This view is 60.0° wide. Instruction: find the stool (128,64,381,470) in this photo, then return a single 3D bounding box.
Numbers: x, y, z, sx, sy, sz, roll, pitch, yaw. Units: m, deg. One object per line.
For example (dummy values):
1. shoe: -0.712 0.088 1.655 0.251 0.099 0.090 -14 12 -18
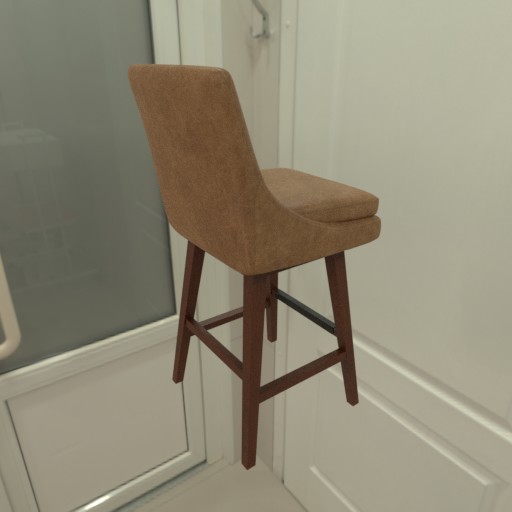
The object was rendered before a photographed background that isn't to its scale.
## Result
1. stool: 0.000 0.000 1.354 0.572 1.079 0.487 -16 29 -32
